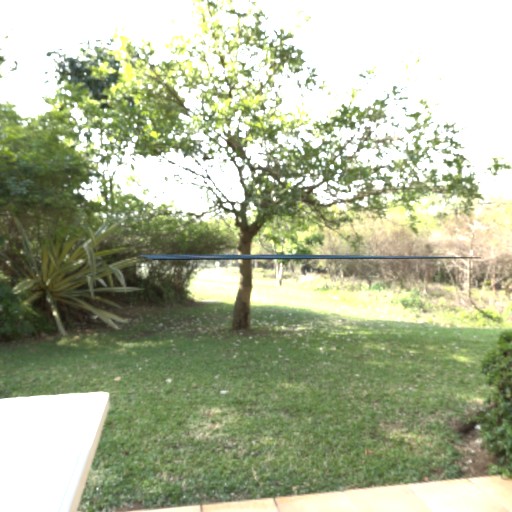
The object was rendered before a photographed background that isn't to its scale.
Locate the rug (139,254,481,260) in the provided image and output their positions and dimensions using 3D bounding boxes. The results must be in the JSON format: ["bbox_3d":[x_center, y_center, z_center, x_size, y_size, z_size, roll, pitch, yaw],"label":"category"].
[{"bbox_3d":[0.000,0.000,3.037,1.528,0.005,2.420,0,1,-16],"label":"rug"}]
